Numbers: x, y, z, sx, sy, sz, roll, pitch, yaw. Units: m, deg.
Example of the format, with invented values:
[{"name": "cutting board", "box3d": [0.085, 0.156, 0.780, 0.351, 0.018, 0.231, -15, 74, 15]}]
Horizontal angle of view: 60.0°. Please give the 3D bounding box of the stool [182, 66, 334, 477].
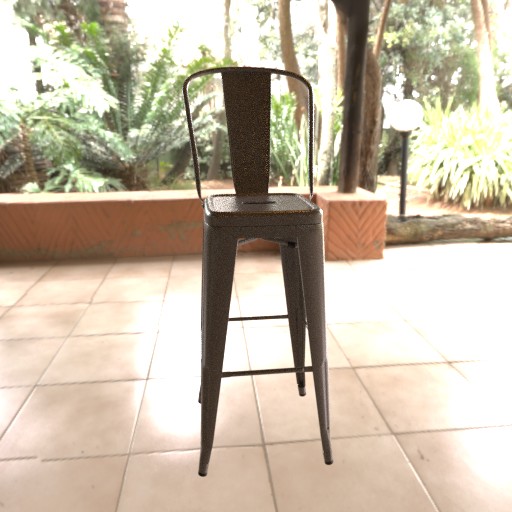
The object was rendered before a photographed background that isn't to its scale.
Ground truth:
[{"name": "stool", "box3d": [0.000, 0.000, 1.313, 0.399, 1.096, 0.513, -2, 17, -7]}]
